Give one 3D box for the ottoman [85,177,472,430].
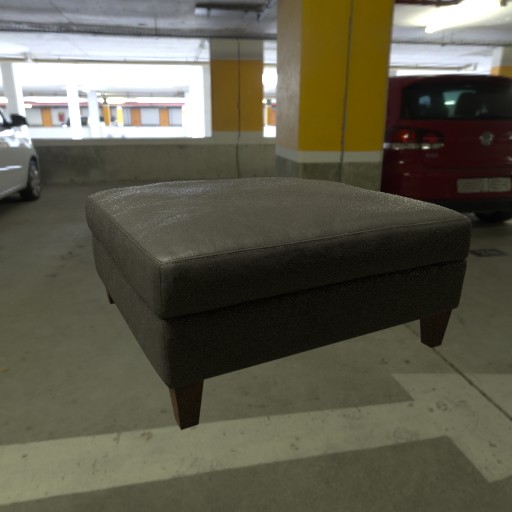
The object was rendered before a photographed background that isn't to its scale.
[{"bbox_3d":[0.000,0.000,1.311,0.836,0.415,0.844,-9,19,-27],"label":"ottoman"}]
